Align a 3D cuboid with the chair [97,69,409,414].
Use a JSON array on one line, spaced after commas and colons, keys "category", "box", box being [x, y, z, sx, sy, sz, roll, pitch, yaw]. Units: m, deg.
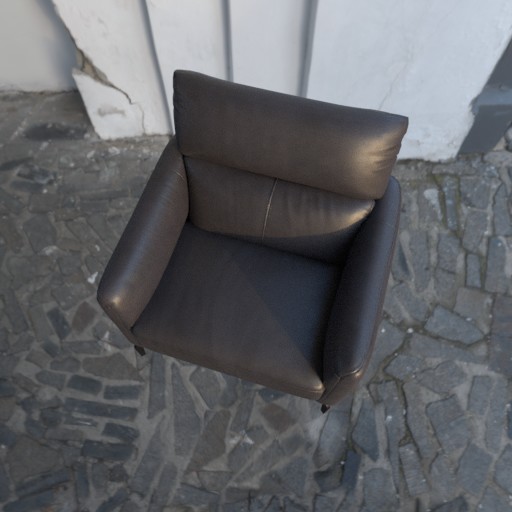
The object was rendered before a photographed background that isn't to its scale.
[{"category": "chair", "box": [0.000, 0.000, 1.674, 0.976, 0.949, 0.809, 15, 62, 8]}]
